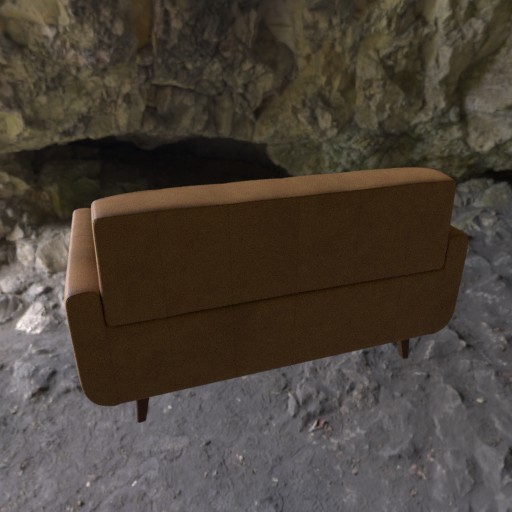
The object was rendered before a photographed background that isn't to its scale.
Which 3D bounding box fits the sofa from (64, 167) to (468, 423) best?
[{"bbox_3d":[0.000,0.000,2.150,1.651,0.925,0.952,-8,26,-17],"label":"sofa"}]
